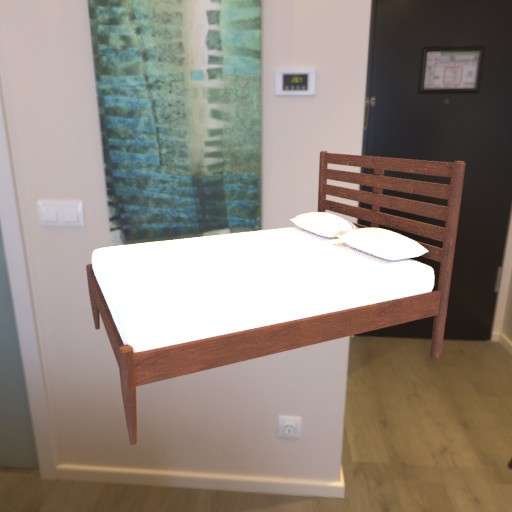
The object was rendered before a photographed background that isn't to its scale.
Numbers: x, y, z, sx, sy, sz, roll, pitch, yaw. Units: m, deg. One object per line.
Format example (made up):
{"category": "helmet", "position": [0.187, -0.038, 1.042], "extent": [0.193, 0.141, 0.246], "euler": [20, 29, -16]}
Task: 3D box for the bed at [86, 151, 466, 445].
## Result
{"category": "bed", "position": [0.000, 0.000, 3.048], "extent": [2.093, 1.304, 1.509], "euler": [-7, 18, -25]}
